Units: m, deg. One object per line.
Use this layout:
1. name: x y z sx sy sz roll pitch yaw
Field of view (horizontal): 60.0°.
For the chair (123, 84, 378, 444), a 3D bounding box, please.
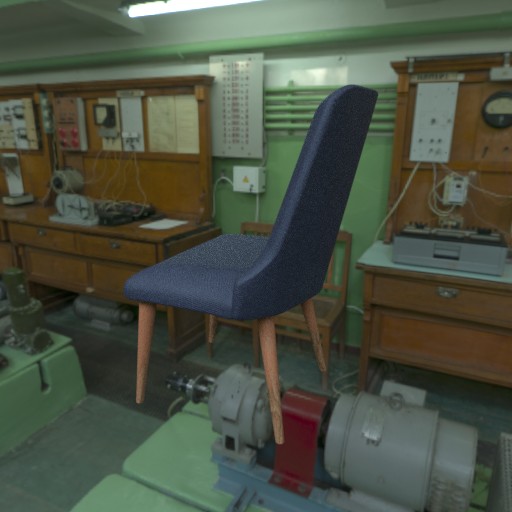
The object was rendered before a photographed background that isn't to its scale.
1. chair: 0.000 0.000 1.179 0.567 0.820 0.504 7 18 24
